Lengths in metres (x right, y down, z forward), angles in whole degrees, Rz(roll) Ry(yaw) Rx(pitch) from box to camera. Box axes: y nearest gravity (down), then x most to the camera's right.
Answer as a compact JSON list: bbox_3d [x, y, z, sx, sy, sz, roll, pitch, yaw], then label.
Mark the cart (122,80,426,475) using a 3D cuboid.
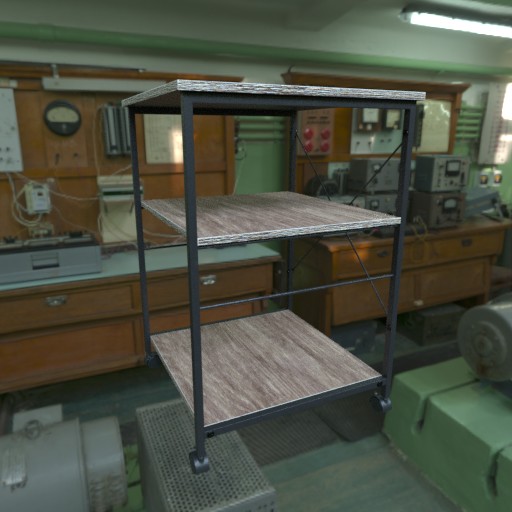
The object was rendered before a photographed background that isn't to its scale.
[{"bbox_3d":[0.000,0.000,1.125,0.520,0.762,0.521,-7,17,-25],"label":"cart"}]
